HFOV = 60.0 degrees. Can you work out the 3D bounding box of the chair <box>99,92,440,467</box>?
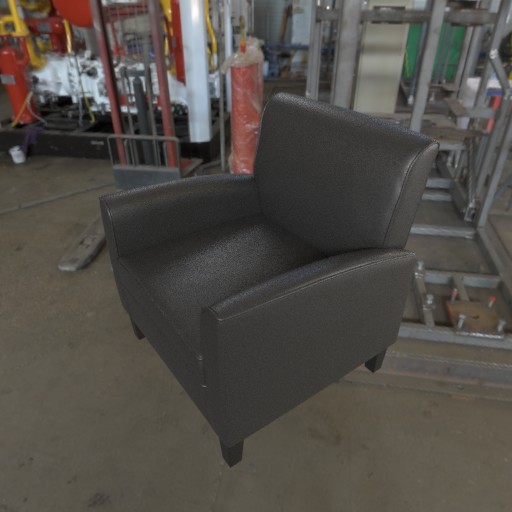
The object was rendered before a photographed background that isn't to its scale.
[{"bbox_3d":[0.000,0.000,1.582,0.819,0.916,0.820,-22,39,-29],"label":"chair"}]
